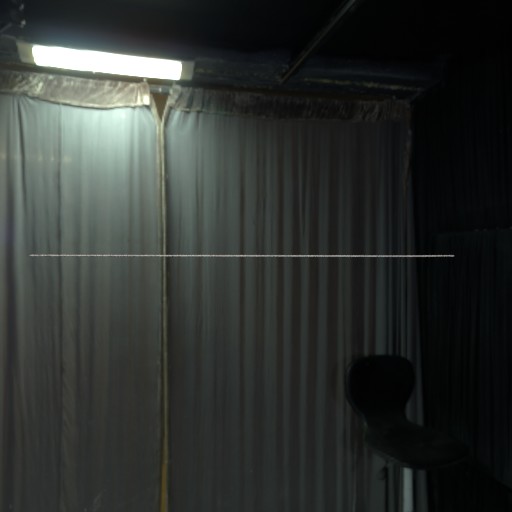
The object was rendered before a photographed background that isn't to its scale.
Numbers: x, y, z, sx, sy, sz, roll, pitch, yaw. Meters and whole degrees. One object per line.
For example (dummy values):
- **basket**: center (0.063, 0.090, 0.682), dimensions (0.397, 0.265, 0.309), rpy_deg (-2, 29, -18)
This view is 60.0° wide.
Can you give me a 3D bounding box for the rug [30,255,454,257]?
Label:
- **rug**: center (0.000, 0.000, 2.767), dimensions (2.443, 0.009, 0.706), rpy_deg (0, 0, -19)
